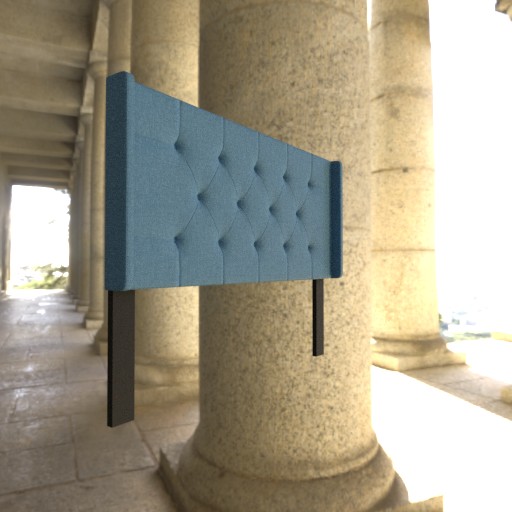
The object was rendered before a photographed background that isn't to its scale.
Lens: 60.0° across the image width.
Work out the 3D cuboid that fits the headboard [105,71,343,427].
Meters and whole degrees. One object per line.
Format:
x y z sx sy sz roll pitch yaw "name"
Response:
0.000 0.000 2.698 0.184 1.524 2.051 -1 -1 36 "headboard"
